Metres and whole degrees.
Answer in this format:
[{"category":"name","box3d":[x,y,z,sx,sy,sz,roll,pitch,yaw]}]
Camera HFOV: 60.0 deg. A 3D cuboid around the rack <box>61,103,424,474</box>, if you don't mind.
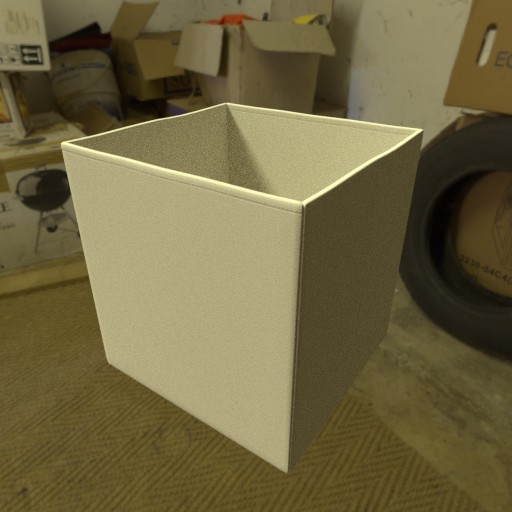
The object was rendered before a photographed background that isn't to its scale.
[{"category":"rack","box3d":[0.000,0.000,0.513,0.270,0.280,0.270,19,34,30]}]
